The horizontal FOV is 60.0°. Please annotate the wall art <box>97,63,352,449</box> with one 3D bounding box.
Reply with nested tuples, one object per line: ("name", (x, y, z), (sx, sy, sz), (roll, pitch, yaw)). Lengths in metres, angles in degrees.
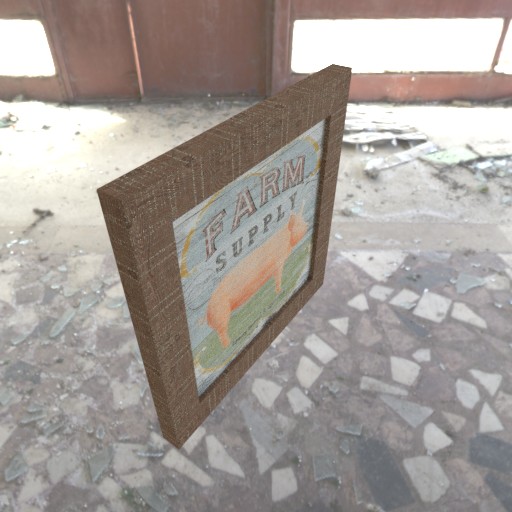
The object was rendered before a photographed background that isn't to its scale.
("wall art", (0.000, 0.000, 0.801), (0.040, 0.531, 0.531), (25, 46, 27))
